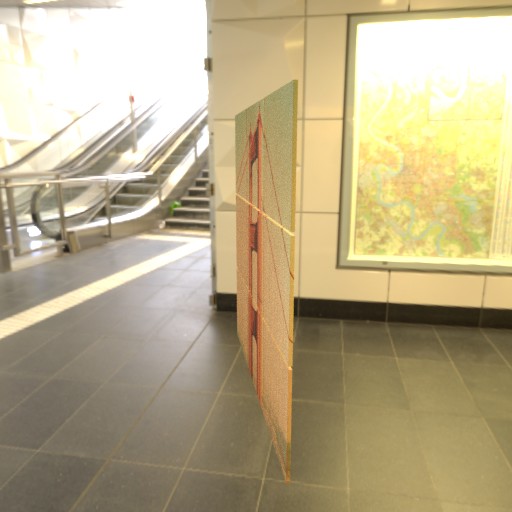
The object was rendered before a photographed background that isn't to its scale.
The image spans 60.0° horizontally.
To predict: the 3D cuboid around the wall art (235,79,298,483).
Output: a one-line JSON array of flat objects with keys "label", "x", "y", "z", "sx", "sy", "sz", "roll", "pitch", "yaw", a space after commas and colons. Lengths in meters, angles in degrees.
[{"label": "wall art", "x": 0.000, "y": 0.000, "z": 1.866, "sx": 0.013, "sy": 1.219, "sz": 1.214, "roll": -2, "pitch": 13, "yaw": -10}]
